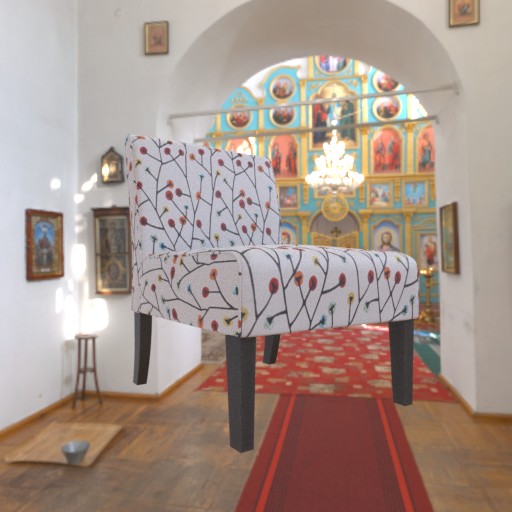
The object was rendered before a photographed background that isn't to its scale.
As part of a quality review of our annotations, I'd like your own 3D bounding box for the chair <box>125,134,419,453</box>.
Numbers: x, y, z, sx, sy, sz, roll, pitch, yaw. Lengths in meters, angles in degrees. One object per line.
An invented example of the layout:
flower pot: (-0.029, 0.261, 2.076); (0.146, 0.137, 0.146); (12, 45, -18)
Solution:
chair: (0.000, 0.000, 1.333); (0.597, 0.813, 0.732); (1, -1, -35)
